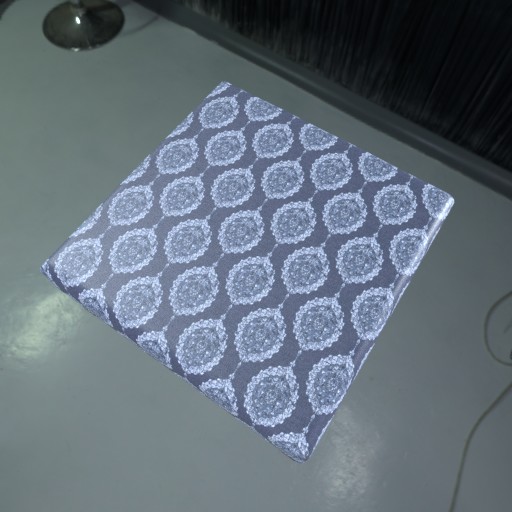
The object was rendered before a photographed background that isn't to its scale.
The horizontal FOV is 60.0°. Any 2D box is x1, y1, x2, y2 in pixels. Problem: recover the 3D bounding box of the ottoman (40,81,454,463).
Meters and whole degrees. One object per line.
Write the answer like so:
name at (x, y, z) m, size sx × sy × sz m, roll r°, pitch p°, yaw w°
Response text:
ottoman at (0.000, 0.000, 1.438) m, size 0.889 × 0.409 × 0.890 m, roll 31°, pitch 68°, yaw 14°
